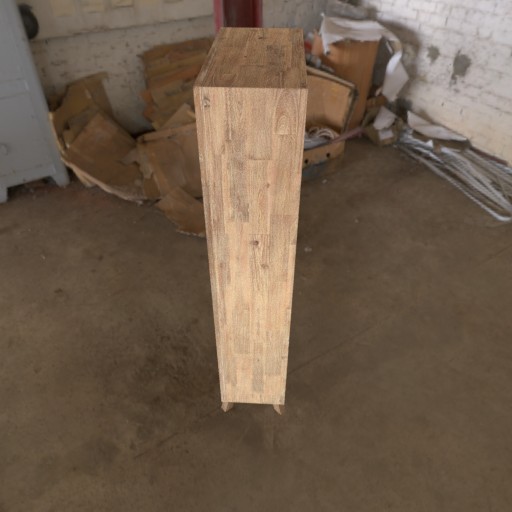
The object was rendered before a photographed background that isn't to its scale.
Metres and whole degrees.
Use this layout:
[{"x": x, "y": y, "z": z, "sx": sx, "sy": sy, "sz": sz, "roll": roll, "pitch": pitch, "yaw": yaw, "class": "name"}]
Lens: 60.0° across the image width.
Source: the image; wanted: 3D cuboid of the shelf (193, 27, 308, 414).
[{"x": 0.000, "y": 0.000, "z": 1.550, "sx": 0.267, "sy": 1.342, "sz": 0.491, "roll": 2, "pitch": 40, "yaw": 2, "class": "shelf"}]
